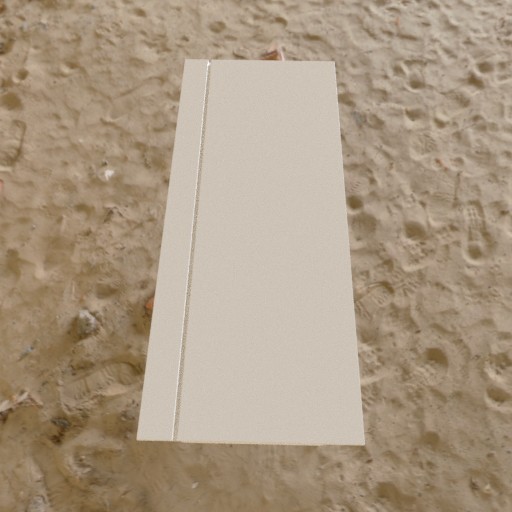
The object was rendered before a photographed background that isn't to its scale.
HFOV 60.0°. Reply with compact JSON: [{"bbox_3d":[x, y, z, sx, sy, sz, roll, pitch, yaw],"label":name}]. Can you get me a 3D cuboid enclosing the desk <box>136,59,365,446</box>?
[{"bbox_3d":[0.000,0.000,1.983,0.670,0.760,1.580,1,64,1],"label":"desk"}]
